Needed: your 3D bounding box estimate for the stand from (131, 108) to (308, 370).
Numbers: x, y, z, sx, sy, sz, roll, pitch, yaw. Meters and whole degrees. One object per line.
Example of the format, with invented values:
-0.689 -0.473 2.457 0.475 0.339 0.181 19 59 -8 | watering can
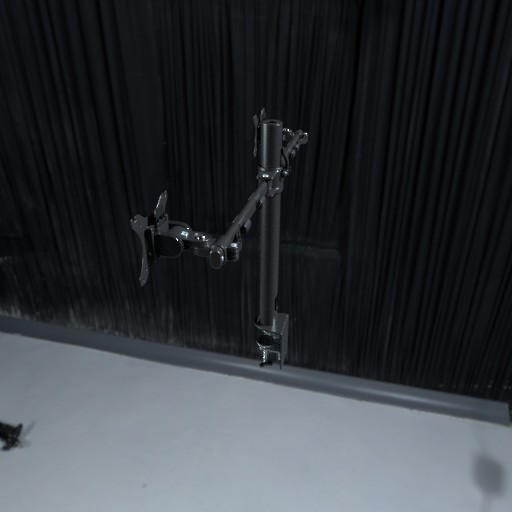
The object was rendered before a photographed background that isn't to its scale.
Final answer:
0.000 0.000 1.009 0.150 0.603 0.743 7 31 13 | stand
